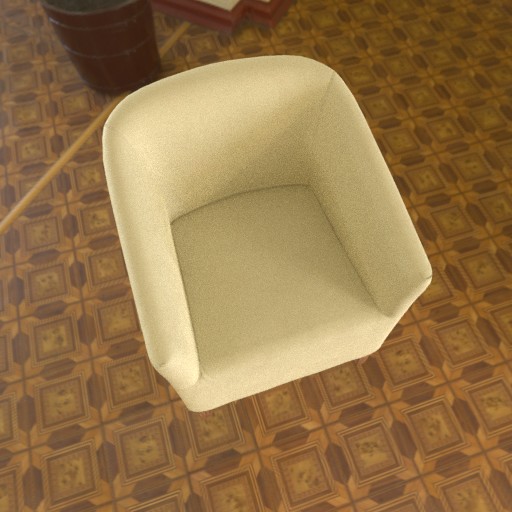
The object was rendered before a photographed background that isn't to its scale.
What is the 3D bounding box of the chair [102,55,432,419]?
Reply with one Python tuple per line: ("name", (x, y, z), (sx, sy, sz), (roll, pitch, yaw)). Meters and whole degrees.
("chair", (0.000, 0.000, 1.283), (0.643, 0.822, 0.657), (-17, 63, -9))
